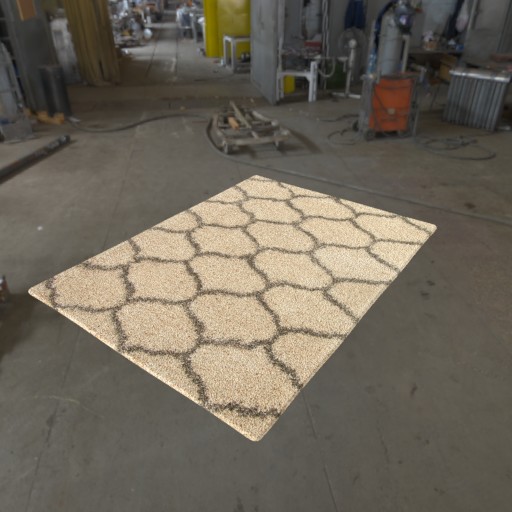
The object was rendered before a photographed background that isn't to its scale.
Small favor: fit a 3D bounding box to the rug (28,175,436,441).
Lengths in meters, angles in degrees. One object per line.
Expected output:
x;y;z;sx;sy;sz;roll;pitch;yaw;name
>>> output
0.000;0.000;2.097;1.200;0.025;1.600;21;38;30;rug
